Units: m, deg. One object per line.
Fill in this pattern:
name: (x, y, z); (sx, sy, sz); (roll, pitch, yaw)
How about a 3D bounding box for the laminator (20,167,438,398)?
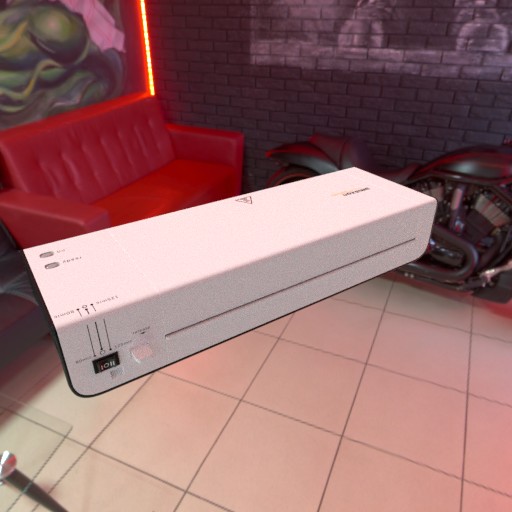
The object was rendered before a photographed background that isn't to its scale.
laminator: (0.000, 0.000, 0.381); (0.340, 0.062, 0.123); (-18, 35, -28)
